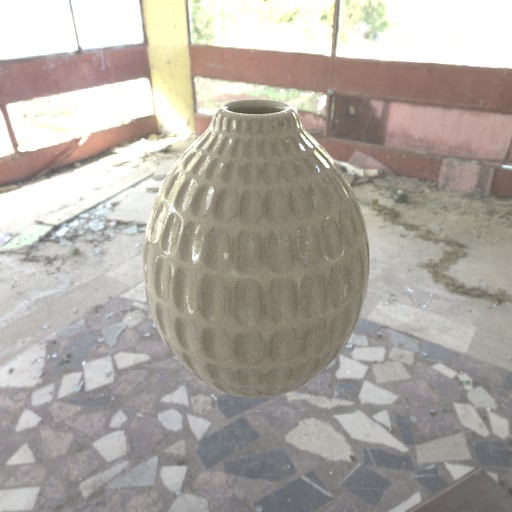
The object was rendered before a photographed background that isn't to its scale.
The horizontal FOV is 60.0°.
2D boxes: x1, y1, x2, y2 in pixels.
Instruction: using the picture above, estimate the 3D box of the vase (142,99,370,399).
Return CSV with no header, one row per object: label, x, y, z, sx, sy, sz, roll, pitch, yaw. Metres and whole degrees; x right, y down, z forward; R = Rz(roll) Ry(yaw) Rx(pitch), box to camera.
vase,0.000,0.000,0.255,0.128,0.167,0.128,0,31,0
